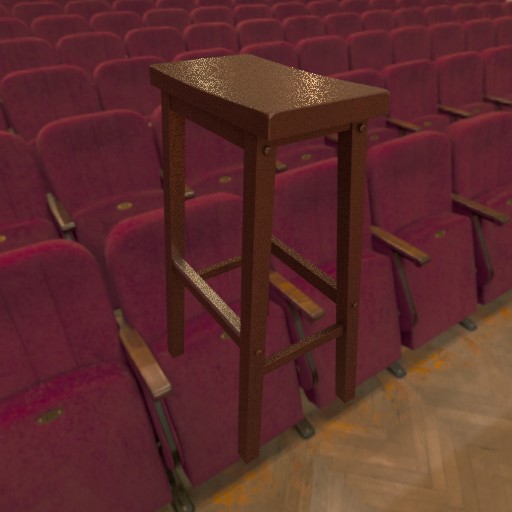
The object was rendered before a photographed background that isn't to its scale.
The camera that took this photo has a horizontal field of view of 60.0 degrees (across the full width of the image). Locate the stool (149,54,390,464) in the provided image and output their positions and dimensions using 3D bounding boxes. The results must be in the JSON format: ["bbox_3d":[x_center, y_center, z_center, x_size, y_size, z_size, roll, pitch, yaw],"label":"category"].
[{"bbox_3d":[0.000,0.000,0.967,0.322,0.742,0.406,-20,38,-28],"label":"stool"}]
